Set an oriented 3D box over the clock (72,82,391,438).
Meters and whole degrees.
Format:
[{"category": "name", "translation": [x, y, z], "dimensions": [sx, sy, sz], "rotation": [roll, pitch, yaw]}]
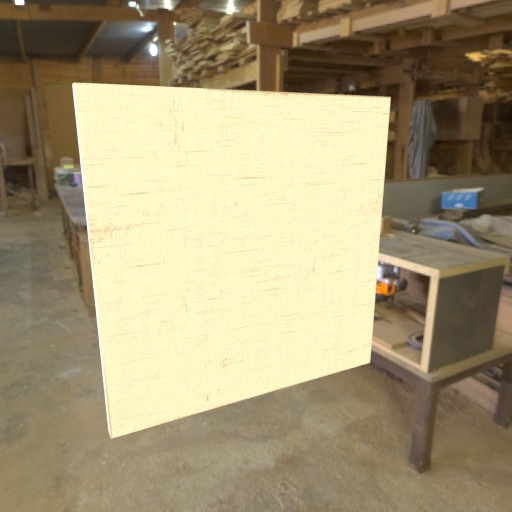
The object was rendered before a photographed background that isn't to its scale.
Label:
[{"category": "clock", "translation": [0.000, 0.000, 1.010], "dimensions": [0.705, 0.705, 0.032], "rotation": [-8, 17, -26]}]
